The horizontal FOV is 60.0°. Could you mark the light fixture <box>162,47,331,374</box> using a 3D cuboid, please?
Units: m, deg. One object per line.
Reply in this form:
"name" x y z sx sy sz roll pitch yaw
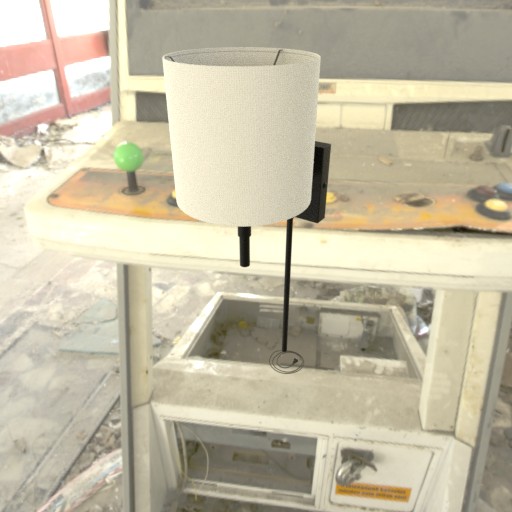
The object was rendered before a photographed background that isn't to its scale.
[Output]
"light fixture" 0.000 0.000 0.704 0.188 0.589 0.248 19 36 29
